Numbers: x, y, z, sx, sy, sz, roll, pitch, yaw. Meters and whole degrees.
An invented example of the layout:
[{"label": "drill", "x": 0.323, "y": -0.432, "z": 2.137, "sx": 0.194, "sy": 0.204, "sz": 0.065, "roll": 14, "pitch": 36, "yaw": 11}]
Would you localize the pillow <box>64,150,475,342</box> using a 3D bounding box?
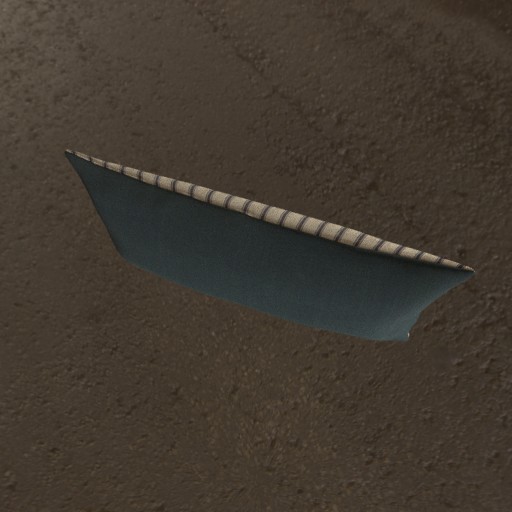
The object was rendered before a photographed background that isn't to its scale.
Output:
[{"label": "pillow", "x": 0.000, "y": 0.000, "z": 0.752, "sx": 0.609, "sy": 0.305, "sz": 0.151, "roll": 17, "pitch": 64, "yaw": 8}]
